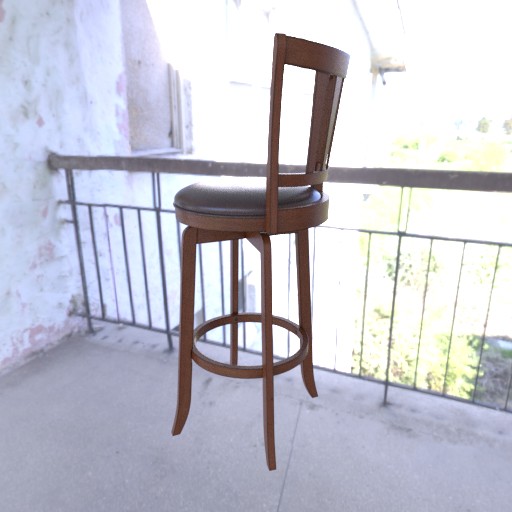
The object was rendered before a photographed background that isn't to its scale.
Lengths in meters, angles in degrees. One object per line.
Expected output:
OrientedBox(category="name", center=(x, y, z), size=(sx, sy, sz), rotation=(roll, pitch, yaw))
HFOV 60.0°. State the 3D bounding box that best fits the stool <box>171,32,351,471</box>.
OrientedBox(category="stool", center=(0.000, 0.000, 1.387), size=(0.503, 1.177, 0.464), rotation=(8, 19, 24))
